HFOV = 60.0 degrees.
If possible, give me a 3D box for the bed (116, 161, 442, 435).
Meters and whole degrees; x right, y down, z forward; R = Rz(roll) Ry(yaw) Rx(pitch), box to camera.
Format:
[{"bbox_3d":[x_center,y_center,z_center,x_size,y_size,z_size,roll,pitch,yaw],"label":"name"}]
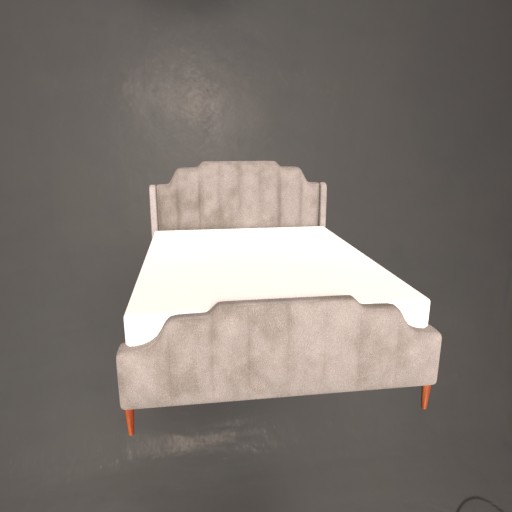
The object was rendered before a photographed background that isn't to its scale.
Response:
[{"bbox_3d":[0.000,0.000,3.259,1.676,1.245,2.340,-2,15,-8],"label":"bed"}]
